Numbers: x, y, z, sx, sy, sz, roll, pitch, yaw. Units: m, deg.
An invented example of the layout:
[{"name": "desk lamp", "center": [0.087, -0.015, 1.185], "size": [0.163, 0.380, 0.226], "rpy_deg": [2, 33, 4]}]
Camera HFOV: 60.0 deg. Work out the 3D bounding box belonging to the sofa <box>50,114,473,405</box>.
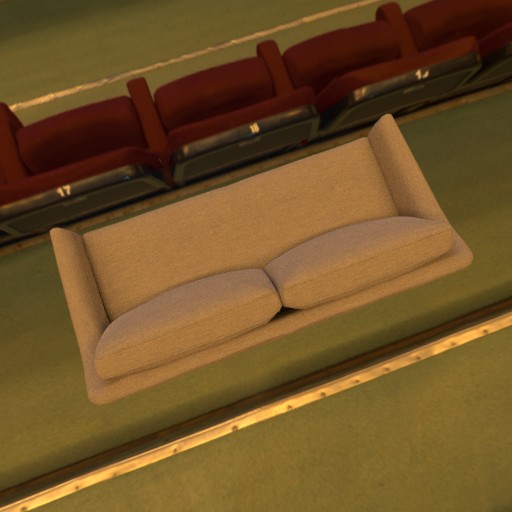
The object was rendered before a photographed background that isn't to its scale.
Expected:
[{"name": "sofa", "center": [0.000, 0.000, 2.504], "size": [2.036, 0.913, 0.980], "rpy_deg": [-20, 77, -5]}]
